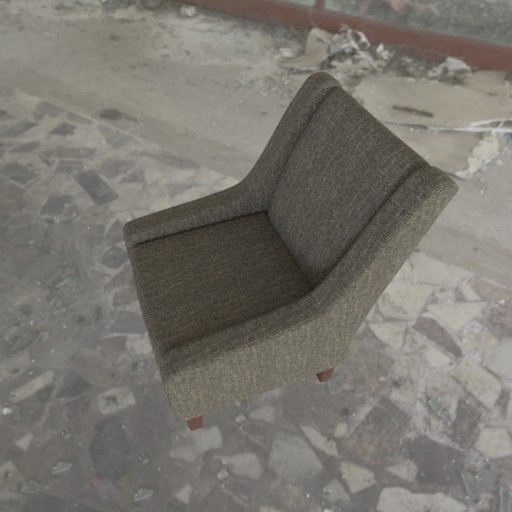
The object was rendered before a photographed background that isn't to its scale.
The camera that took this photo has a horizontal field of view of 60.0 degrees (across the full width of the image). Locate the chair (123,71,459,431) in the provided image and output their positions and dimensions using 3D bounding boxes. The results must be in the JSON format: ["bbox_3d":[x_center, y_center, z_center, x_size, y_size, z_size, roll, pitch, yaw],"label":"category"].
[{"bbox_3d":[0.000,0.000,1.726,0.944,1.012,0.793,-16,48,-15],"label":"chair"}]
